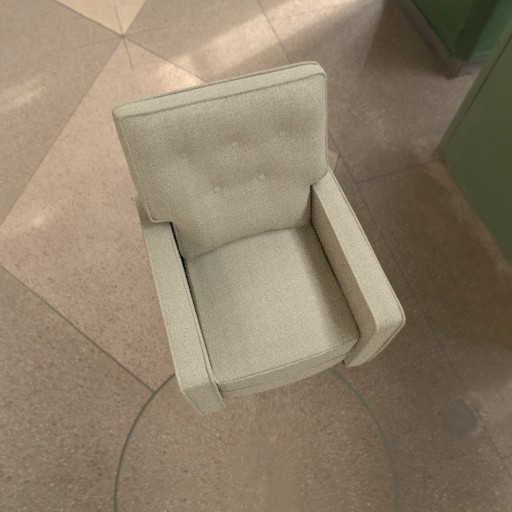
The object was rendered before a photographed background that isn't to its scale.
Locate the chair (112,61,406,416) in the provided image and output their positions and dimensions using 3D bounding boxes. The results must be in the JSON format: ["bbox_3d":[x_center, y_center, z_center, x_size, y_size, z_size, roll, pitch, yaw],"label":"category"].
[{"bbox_3d":[0.000,0.000,1.424,0.648,0.888,0.754,-16,64,-8],"label":"chair"}]
